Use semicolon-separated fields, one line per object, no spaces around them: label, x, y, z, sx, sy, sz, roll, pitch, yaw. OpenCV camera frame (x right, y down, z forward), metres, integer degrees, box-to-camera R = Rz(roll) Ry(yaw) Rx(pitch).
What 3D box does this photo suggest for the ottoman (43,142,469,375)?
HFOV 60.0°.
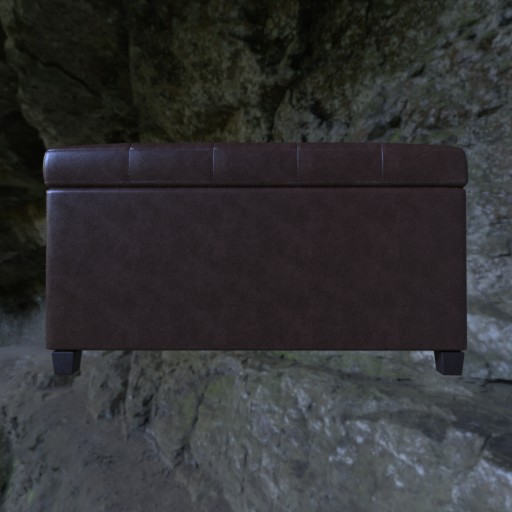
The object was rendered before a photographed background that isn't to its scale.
ottoman;0.000;0.000;1.071;0.838;0.470;0.432;0;0;0
